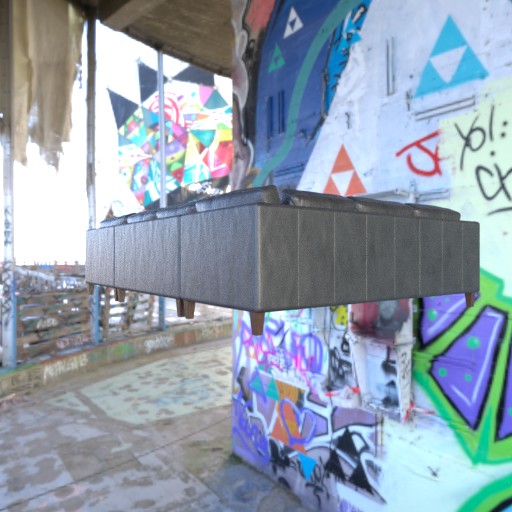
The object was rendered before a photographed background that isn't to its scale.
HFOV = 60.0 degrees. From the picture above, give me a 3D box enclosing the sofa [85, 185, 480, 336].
[{"bbox_3d":[0.000,0.000,4.496,2.452,0.891,3.324,0,0,-36],"label":"sofa"}]
